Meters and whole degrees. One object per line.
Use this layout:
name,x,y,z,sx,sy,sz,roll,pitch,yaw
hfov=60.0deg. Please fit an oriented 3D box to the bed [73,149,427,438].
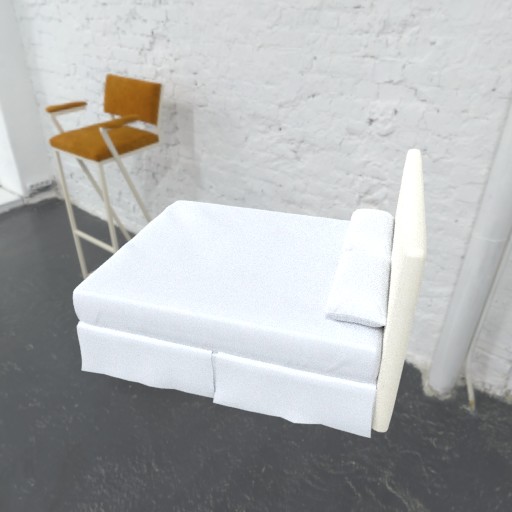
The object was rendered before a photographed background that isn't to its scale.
bed,0.000,0.000,3.257,2.142,1.330,1.713,9,31,15
